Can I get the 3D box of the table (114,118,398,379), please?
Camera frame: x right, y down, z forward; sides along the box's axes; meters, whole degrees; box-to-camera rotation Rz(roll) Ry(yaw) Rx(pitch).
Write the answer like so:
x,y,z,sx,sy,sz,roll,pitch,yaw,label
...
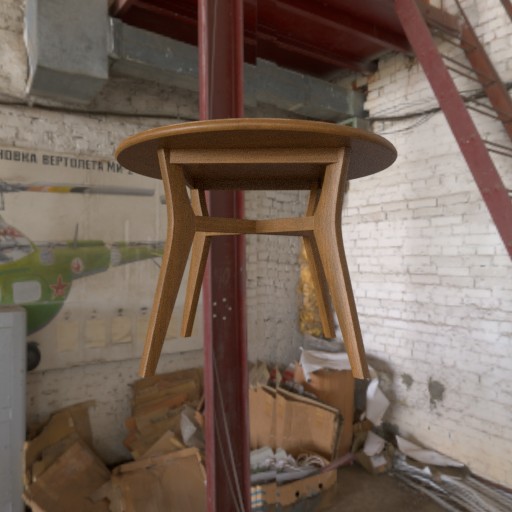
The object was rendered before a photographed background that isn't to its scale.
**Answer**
x,y,z,sx,sy,sz,roll,pitch,yaw,label
0.000,0.000,1.734,1.055,0.757,1.055,0,0,0,table
